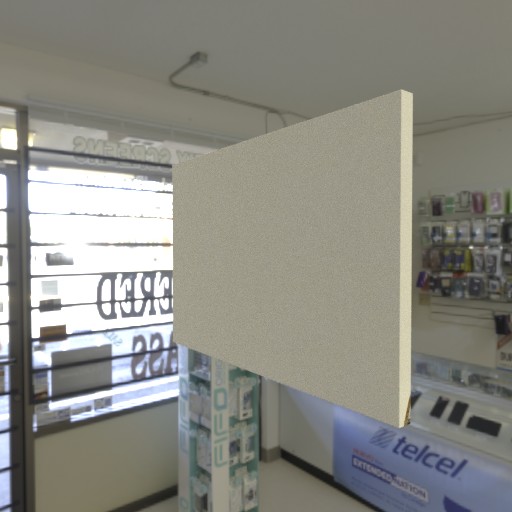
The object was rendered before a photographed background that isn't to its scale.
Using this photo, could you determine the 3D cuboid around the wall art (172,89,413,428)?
[{"bbox_3d":[0.000,0.000,1.154,0.038,0.601,0.898,-1,1,-37],"label":"wall art"}]
